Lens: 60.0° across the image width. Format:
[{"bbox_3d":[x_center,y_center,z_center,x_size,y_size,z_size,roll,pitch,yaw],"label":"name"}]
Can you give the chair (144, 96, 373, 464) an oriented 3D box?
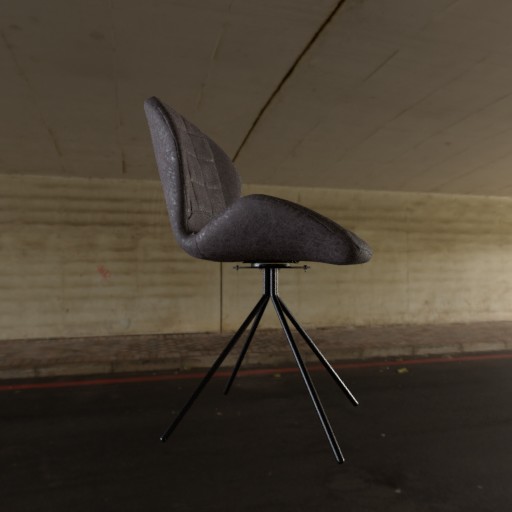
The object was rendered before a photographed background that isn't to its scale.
[{"bbox_3d":[0.000,0.000,1.270,0.640,0.934,0.527,-1,-2,17],"label":"chair"}]
